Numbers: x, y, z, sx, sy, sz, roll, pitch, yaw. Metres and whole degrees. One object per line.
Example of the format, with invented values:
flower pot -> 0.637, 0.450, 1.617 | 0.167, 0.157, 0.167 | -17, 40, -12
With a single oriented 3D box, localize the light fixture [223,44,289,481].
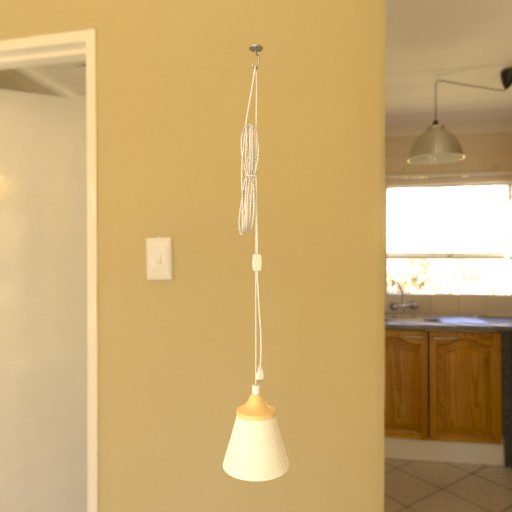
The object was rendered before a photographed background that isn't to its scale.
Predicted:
light fixture -> 0.000, 0.000, 1.027 | 0.153, 0.966, 0.153 | 0, 0, 1
